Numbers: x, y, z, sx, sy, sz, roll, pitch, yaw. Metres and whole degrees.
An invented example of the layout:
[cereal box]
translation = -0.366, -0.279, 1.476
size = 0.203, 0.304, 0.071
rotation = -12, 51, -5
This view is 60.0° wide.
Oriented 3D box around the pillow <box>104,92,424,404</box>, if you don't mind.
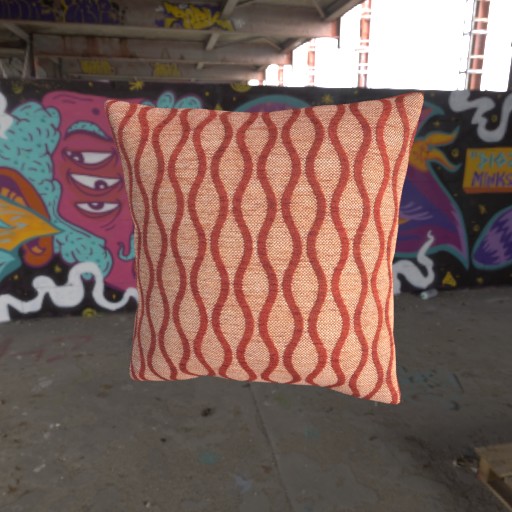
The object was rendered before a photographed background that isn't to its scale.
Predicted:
[pillow]
translation = 0.000, 0.000, 0.629
size = 0.429, 0.434, 0.159
rotation = 2, 14, 8
